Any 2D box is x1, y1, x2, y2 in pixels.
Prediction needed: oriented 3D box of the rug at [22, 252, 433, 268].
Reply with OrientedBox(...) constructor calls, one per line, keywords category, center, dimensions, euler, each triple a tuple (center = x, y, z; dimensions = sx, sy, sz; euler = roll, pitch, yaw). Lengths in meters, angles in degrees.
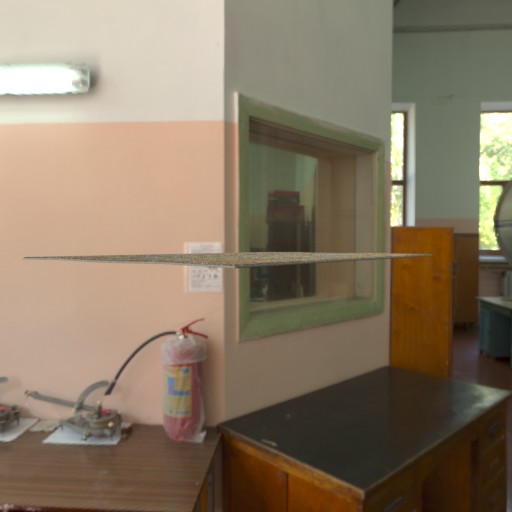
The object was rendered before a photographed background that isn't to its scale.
OrientedBox(category="rug", center=(0.000, 0.000, 3.934), dimensions=(2.158, 0.024, 3.063), euler=(1, 2, 38))
